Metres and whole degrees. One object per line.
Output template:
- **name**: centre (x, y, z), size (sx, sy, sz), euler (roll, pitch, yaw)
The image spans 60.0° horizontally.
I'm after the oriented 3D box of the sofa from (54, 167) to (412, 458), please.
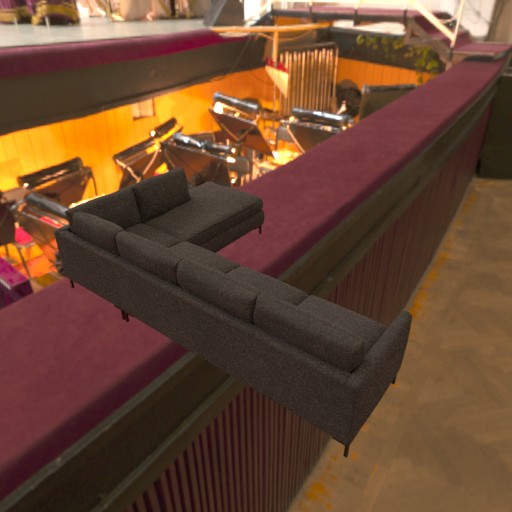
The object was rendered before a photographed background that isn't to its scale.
- **sofa**: centre (0.000, 0.000, 3.849), size (2.949, 0.815, 2.007), euler (22, 37, 32)
